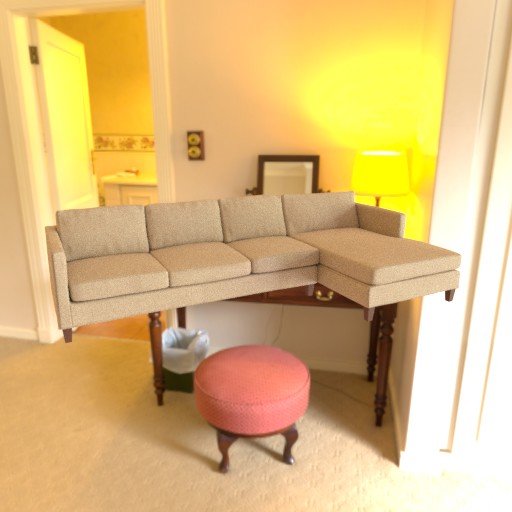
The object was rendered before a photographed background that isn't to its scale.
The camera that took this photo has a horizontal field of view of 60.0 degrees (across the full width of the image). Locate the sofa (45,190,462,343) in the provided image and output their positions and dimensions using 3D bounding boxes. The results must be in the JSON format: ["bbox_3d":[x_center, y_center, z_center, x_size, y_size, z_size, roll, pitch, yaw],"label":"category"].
[{"bbox_3d":[0.000,0.000,3.782,3.186,0.846,1.625,-8,18,-26],"label":"sofa"}]
